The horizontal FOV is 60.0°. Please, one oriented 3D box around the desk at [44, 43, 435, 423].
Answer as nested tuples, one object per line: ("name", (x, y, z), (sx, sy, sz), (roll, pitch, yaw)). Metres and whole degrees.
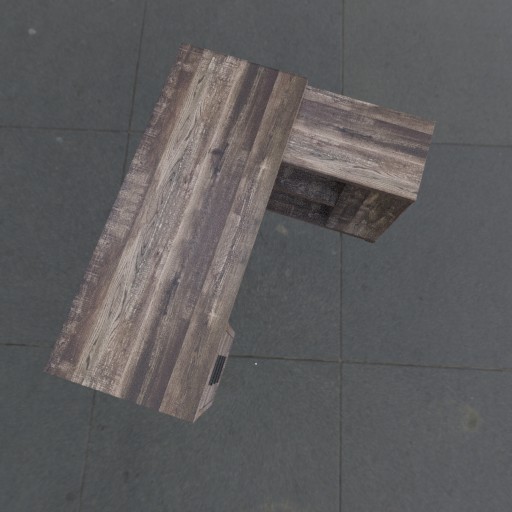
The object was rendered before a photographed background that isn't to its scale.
("desk", (0.000, 0.000, 2.171), (1.200, 0.753, 1.524), (17, 77, 4))
